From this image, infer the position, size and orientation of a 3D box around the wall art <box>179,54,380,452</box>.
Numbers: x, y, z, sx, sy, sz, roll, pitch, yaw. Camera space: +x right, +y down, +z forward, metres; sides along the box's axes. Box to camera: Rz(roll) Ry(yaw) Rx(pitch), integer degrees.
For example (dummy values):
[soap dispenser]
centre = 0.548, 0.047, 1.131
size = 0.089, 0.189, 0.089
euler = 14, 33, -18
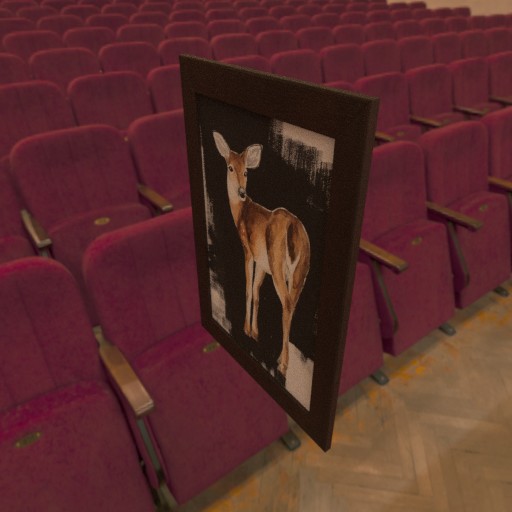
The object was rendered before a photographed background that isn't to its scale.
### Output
[wall art]
centre = 0.000, 0.000, 0.652
size = 0.013, 0.508, 0.359
euler = -21, 38, -31
